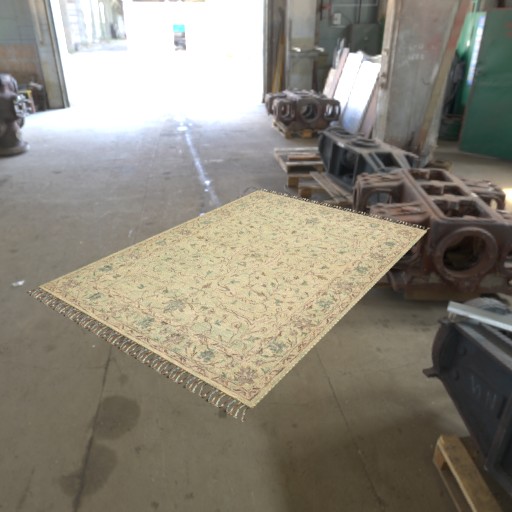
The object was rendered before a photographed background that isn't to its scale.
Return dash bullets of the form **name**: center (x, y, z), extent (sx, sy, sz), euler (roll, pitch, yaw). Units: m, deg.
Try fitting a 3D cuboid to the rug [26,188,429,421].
- **rug**: center (0.000, 0.000, 2.293), extent (1.247, 0.008, 1.802), euler (19, 33, 32)
